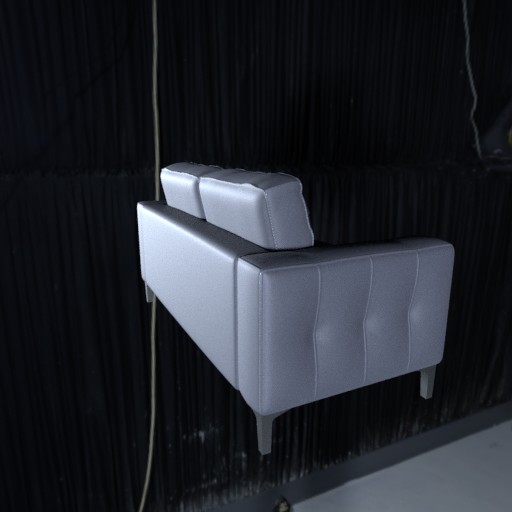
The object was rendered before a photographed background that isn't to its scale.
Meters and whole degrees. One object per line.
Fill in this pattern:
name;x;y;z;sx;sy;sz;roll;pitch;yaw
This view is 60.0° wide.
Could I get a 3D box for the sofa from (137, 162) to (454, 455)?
sofa;0.000;0.000;2.231;0.833;0.893;1.726;-7;16;-26
